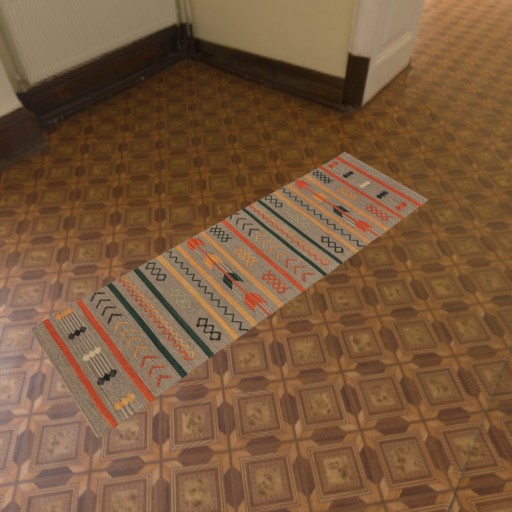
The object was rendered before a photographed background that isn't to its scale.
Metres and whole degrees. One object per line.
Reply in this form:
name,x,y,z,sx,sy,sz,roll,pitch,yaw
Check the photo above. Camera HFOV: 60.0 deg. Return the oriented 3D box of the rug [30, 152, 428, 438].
rug,0.000,0.000,2.614,2.419,0.022,0.744,-32,55,-26
